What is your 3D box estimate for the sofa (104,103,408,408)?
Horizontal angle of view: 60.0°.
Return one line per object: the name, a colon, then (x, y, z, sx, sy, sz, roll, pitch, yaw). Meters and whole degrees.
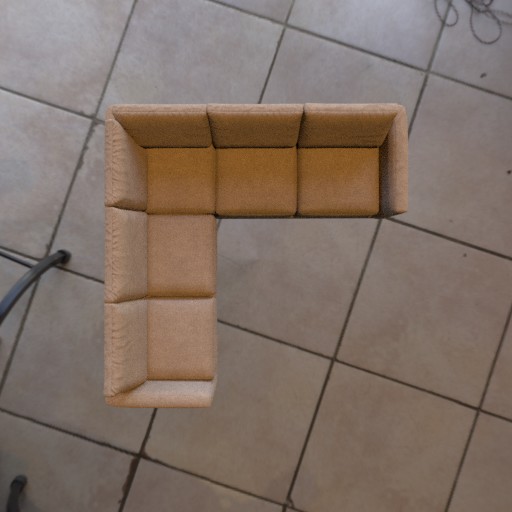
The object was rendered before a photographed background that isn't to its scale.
sofa: (0.000, 0.000, 3.736, 2.438, 0.864, 2.438, 0, 90, 0)
